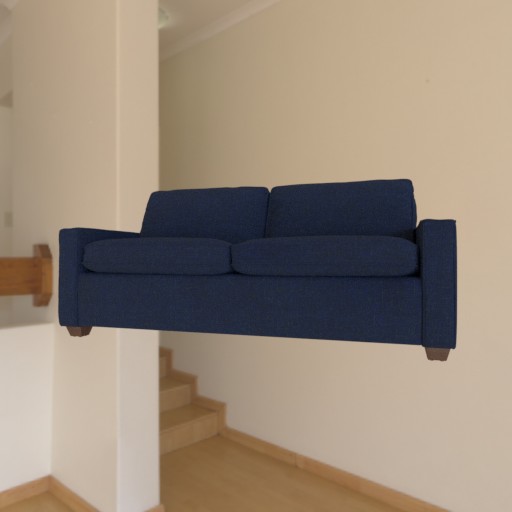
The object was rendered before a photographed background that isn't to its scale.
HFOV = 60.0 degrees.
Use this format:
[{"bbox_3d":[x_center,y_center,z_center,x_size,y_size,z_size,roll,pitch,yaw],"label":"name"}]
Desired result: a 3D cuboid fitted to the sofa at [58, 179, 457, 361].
[{"bbox_3d":[0.000,0.000,2.582,2.080,0.919,0.940,0,0,18],"label":"sofa"}]
